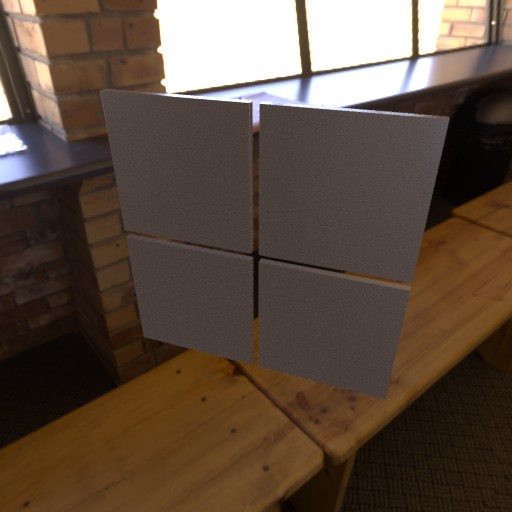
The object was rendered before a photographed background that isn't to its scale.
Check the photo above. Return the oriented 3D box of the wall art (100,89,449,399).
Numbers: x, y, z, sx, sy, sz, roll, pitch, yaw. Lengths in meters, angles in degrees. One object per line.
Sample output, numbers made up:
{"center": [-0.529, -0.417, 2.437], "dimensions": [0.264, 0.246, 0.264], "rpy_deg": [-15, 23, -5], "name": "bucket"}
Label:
{"center": [0.000, 0.000, 1.663], "dimensions": [1.118, 1.118, 0.029], "rpy_deg": [11, 33, 16], "name": "wall art"}
